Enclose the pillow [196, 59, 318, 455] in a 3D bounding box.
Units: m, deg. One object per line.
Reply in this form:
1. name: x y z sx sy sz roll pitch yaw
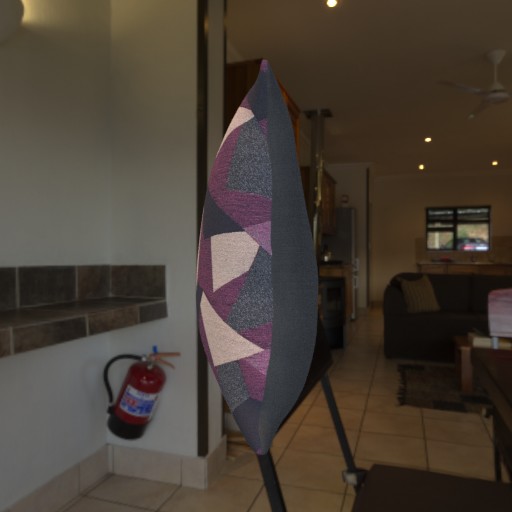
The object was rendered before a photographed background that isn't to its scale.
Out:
1. pillow: 0.000 0.000 0.790 0.208 0.496 0.503 0 0 0
